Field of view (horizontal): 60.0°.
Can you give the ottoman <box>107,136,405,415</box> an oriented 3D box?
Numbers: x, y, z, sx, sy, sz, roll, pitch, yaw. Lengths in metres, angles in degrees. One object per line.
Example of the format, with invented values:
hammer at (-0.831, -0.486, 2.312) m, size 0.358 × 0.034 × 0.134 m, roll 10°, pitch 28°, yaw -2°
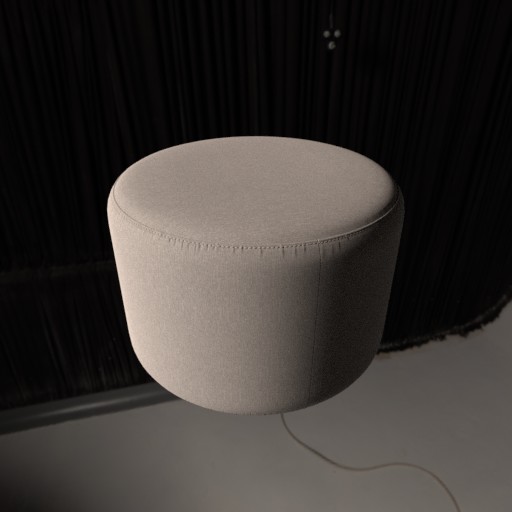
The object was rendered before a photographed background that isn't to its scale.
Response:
ottoman at (0.000, 0.000, 1.017) m, size 0.608 × 0.433 × 0.608 m, roll 0°, pitch 30°, yaw 0°
